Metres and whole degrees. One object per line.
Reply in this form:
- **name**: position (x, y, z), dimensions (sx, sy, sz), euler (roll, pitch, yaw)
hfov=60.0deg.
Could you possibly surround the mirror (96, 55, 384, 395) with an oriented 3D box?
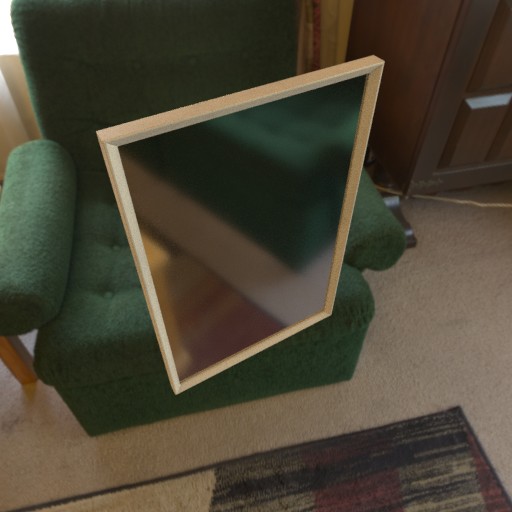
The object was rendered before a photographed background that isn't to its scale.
- **mirror**: position (0.000, 0.000, 1.179), dimensions (0.609, 0.915, 0.041), euler (-23, 51, -20)
